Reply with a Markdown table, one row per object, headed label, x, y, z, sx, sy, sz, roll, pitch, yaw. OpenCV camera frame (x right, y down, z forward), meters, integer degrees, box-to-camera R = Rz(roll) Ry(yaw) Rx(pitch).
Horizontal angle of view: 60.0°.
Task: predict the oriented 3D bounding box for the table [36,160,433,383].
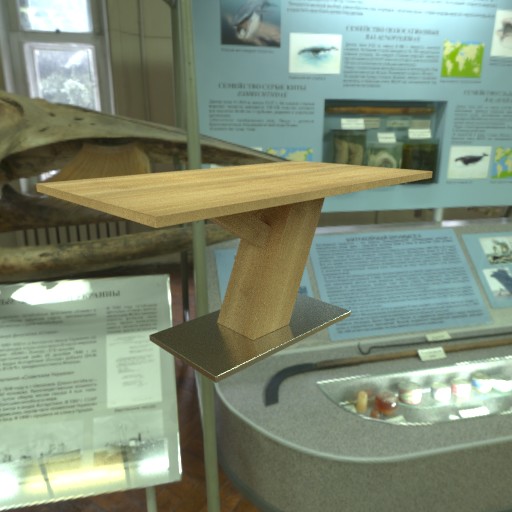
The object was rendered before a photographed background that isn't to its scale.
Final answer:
| label | x | y | z | sx | sy | sz | roll | pitch | yaw |
| --- | --- | --- | --- | --- | --- | --- | --- | --- | --- |
| table | 0.000 | 0.000 | 2.118 | 1.600 | 0.750 | 0.900 | -16 | 23 | -42 |
